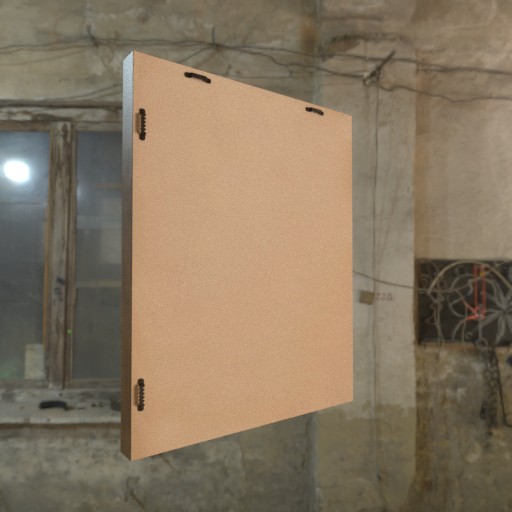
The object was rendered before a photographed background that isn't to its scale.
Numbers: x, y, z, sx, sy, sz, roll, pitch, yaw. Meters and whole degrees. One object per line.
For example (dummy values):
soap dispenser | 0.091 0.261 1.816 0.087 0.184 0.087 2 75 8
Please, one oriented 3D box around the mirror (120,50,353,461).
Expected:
mirror | 0.000 0.000 0.681 0.406 0.509 0.041 1 -2 -37
